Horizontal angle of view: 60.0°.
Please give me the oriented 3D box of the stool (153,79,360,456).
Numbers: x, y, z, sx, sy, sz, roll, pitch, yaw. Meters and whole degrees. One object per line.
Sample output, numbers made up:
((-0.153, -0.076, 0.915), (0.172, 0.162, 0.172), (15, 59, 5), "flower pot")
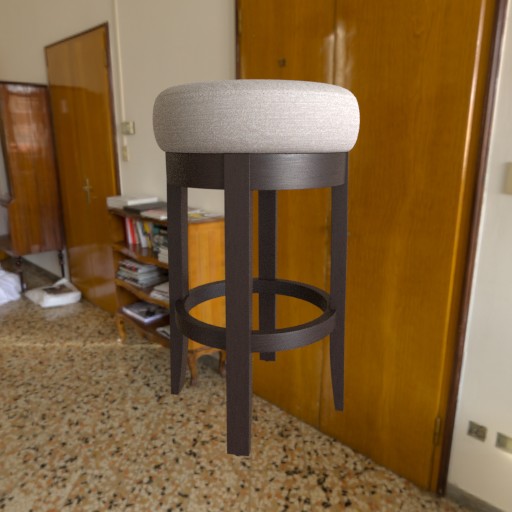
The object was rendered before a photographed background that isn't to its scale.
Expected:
((0.000, 0.000, 1.046), (0.443, 0.757, 0.443), (0, 14, 0), "stool")
